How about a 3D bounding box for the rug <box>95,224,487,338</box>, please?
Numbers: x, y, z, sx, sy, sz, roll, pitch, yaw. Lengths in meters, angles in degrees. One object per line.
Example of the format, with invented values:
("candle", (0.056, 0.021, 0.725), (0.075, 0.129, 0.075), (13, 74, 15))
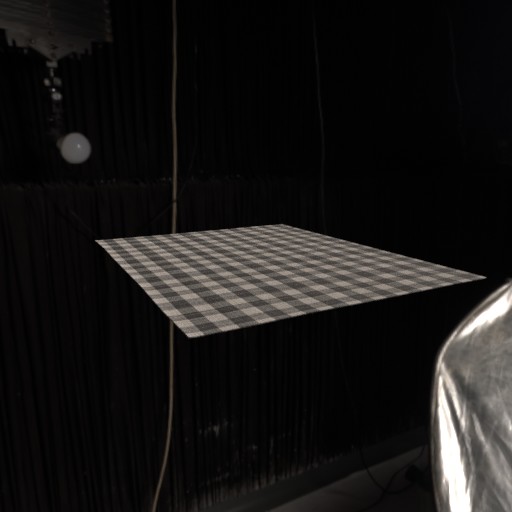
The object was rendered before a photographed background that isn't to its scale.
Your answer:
("rug", (0.000, 0.000, 4.164), (2.432, 0.013, 3.021), (-7, 15, -28))
